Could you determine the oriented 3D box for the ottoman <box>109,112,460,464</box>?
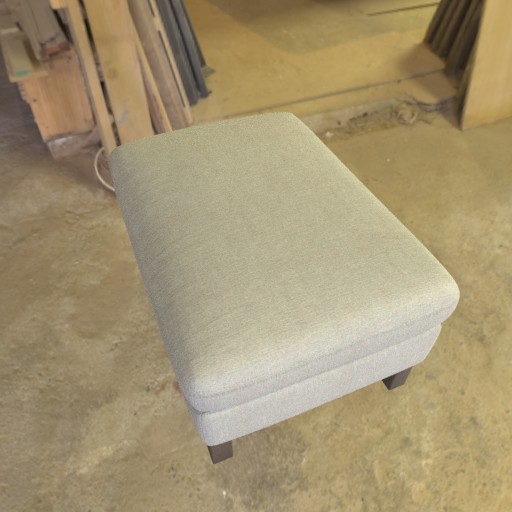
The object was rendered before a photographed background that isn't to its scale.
[{"bbox_3d":[0.000,0.000,1.037,0.528,0.404,0.735,-16,48,-16],"label":"ottoman"}]
